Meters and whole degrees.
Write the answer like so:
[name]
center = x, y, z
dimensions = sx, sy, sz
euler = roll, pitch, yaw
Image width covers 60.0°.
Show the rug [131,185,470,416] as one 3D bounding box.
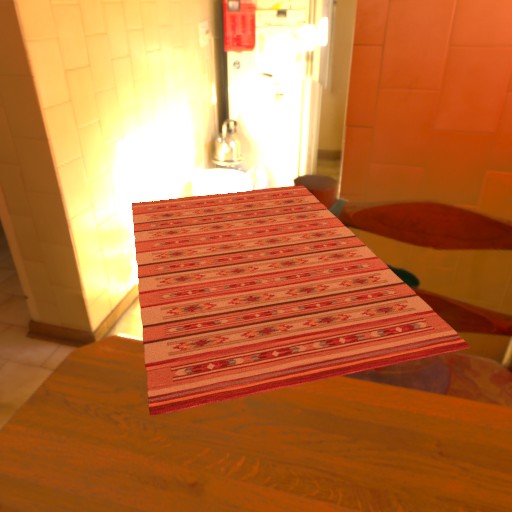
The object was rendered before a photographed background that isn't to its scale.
[rug]
center = 0.000, 0.000, 2.331
dimensions = 1.223, 0.008, 1.817
euler = -8, 31, -14
